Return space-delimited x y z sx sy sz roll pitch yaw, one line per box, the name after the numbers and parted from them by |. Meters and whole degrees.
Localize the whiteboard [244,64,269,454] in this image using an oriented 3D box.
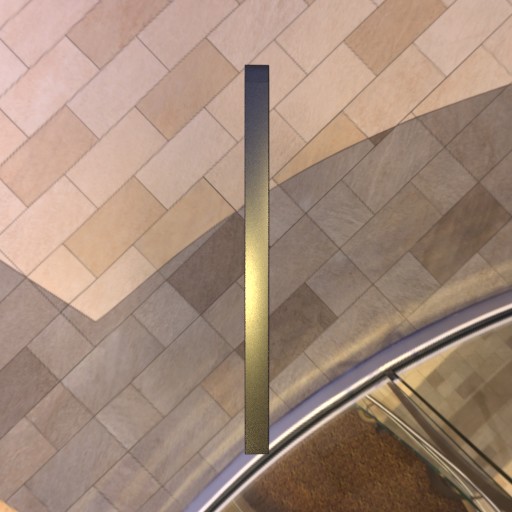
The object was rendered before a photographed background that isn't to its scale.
0.000 0.000 0.766 0.026 0.611 0.406 0 91 0 | whiteboard
